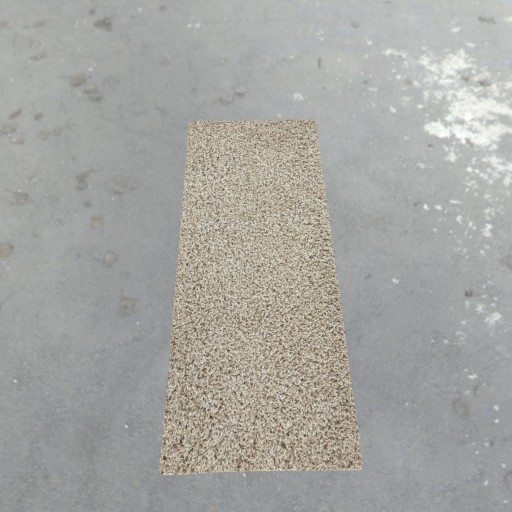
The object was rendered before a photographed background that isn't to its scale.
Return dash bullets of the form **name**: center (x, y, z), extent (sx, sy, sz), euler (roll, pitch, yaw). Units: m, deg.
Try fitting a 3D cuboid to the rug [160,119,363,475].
- **rug**: center (0.000, 0.000, 1.725), extent (0.609, 0.030, 1.524), euler (-1, 58, -1)
